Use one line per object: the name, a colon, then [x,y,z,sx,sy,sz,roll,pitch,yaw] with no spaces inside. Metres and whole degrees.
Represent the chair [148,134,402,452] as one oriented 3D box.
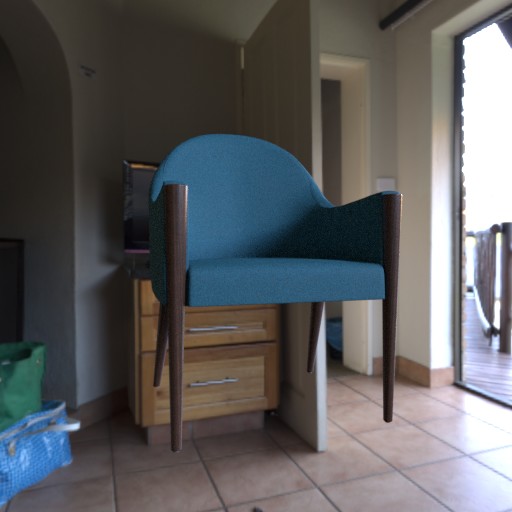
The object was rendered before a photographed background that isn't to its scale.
chair: [0.000,0.000,1.396,0.656,0.907,0.652,0,1,-18]
